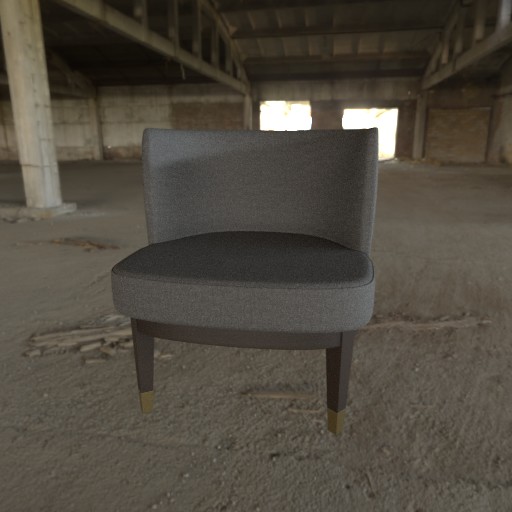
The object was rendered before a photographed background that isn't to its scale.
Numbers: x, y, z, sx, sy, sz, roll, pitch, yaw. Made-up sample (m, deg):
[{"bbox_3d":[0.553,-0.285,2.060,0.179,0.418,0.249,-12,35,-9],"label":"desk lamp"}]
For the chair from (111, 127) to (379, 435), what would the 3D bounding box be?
[{"bbox_3d":[0.000,0.000,1.244,0.639,0.695,0.698,3,15,10],"label":"chair"}]
